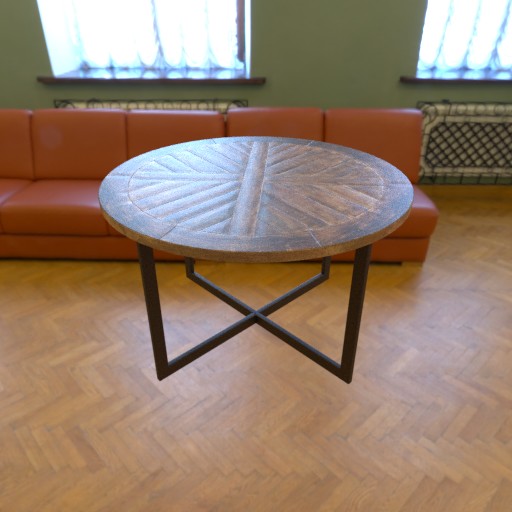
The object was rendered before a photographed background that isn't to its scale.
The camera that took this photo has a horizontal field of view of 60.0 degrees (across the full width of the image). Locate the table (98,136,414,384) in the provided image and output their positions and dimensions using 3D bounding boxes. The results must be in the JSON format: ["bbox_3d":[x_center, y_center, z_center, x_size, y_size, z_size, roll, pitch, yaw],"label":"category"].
[{"bbox_3d":[0.000,0.000,2.045,1.264,0.762,1.264,0,30,0],"label":"table"}]
